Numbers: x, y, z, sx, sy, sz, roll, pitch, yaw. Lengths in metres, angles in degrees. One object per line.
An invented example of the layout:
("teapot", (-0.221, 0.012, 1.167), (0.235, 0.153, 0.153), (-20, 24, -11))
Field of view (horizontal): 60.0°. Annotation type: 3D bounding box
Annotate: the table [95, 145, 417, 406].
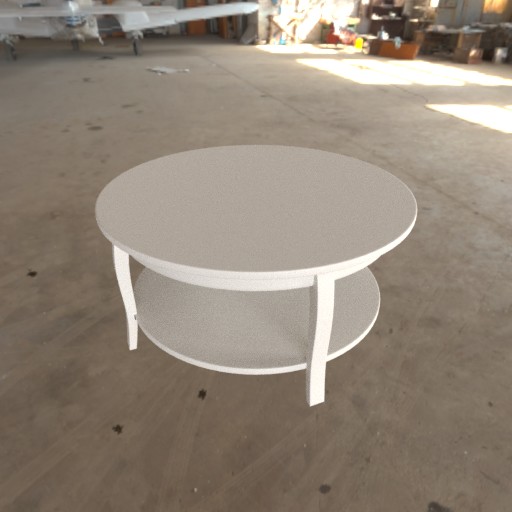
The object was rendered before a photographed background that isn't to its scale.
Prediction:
("table", (0.000, 0.000, 1.426), (0.910, 0.457, 0.910), (0, 30, 0))
